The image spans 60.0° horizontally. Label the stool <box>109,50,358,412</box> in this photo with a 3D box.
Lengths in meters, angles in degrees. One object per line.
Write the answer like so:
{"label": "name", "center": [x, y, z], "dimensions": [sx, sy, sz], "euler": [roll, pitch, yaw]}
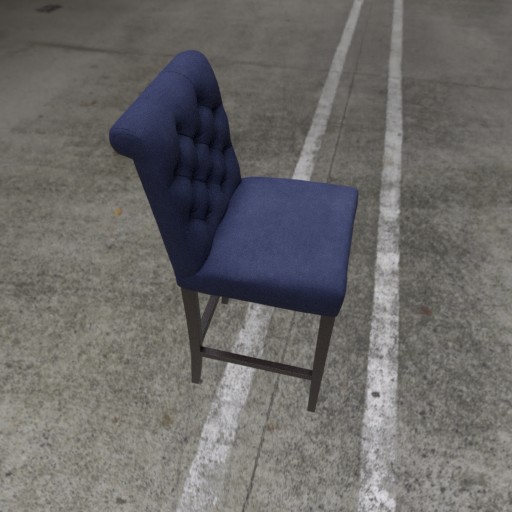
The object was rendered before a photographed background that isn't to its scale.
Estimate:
{"label": "stool", "center": [0.000, 0.000, 1.486], "dimensions": [0.601, 1.140, 0.493], "euler": [10, 47, 9]}
